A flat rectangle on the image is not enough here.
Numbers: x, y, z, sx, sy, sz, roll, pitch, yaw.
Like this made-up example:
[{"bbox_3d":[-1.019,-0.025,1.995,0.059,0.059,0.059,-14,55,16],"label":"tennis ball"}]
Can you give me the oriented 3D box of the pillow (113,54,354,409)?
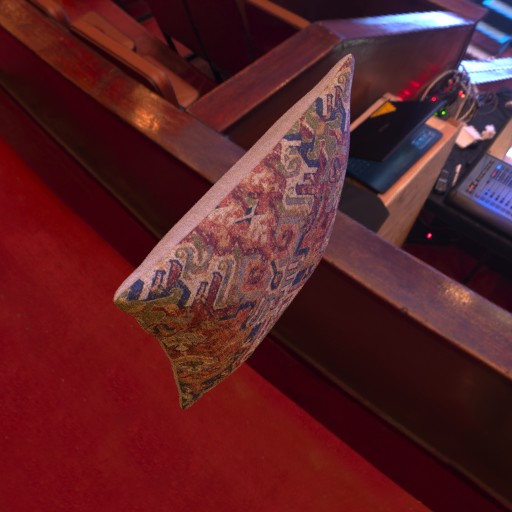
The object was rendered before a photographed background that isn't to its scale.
[{"bbox_3d":[0.000,0.000,0.794,0.166,0.506,0.523,32,65,17],"label":"pillow"}]
